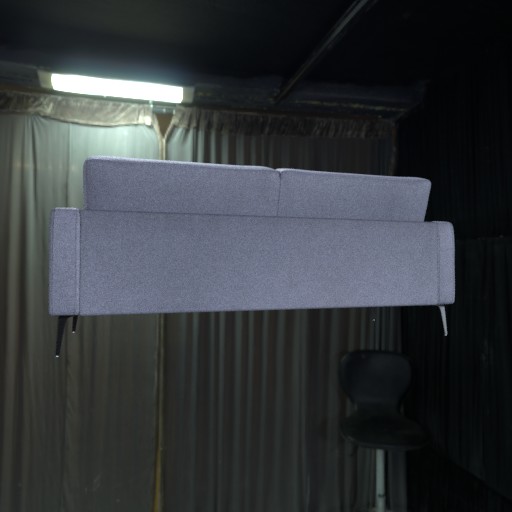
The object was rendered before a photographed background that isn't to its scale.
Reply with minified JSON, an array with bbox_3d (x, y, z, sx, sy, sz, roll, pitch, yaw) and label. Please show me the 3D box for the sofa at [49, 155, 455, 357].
[{"bbox_3d":[0.000,0.000,2.366,1.925,0.828,0.774,0,-1,-17],"label":"sofa"}]
